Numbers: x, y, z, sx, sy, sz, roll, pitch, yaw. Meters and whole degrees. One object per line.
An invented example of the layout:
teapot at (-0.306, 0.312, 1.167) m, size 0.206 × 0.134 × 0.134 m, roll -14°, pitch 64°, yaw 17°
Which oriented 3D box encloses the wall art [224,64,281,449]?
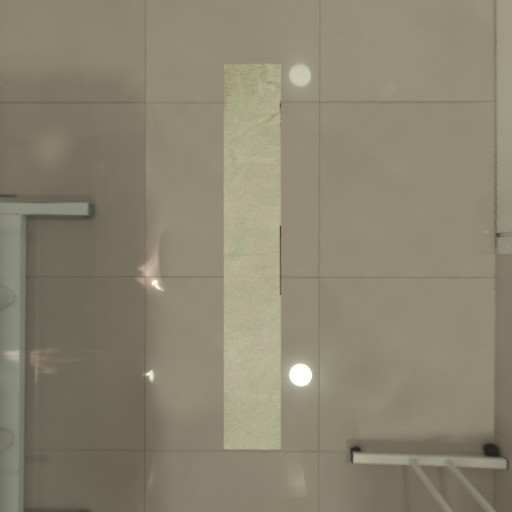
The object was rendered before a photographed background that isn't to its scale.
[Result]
wall art at (0.000, 0.000, 0.482) m, size 0.038 × 0.381 × 0.254 m, roll 0°, pitch 90°, yaw 1°
